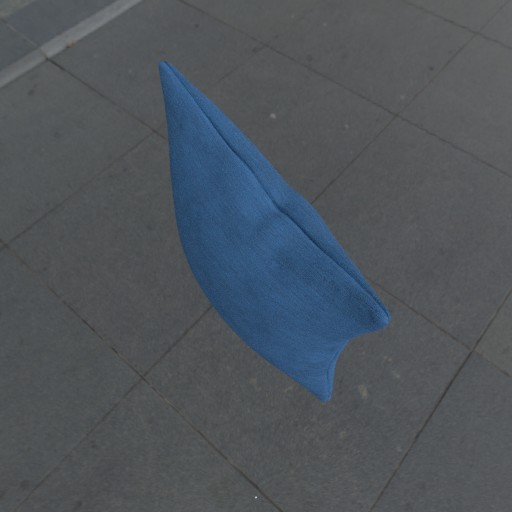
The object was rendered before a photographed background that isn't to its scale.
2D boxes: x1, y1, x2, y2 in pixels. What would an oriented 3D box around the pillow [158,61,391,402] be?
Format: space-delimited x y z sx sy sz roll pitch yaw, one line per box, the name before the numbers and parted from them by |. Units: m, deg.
pillow | 0.000 0.000 0.672 0.177 0.420 0.437 -31 66 -16
